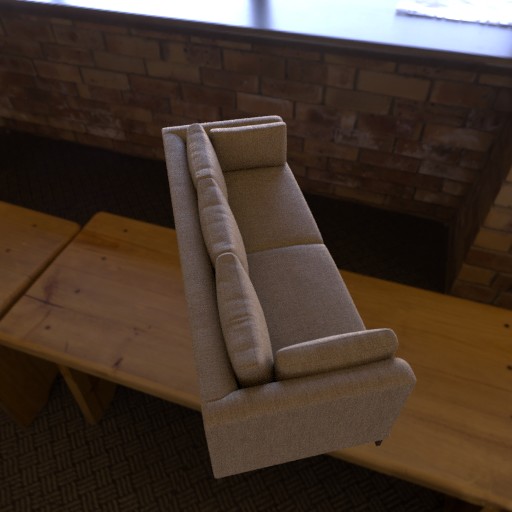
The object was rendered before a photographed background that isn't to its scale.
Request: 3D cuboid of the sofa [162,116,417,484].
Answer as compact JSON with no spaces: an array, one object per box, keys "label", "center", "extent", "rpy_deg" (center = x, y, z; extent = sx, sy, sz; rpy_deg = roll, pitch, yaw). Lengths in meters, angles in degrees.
[{"label":"sofa","center":[0.000,0.000,2.924],"extent":[0.969,0.867,2.415],"rpy_deg":[-9,47,-9]}]
